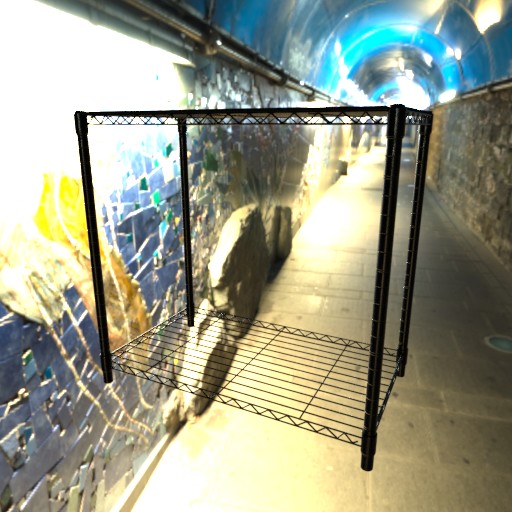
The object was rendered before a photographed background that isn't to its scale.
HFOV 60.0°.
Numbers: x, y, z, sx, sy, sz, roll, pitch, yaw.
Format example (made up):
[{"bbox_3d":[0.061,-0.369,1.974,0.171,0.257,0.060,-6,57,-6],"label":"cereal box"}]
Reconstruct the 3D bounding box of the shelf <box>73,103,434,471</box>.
[{"bbox_3d":[0.000,0.000,0.903,0.589,0.564,0.338,8,18,26],"label":"shelf"}]
